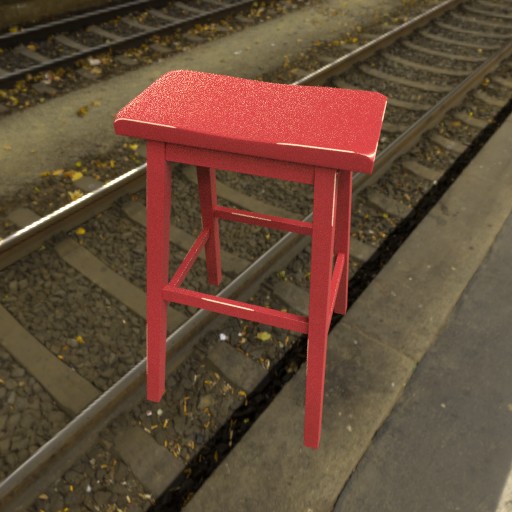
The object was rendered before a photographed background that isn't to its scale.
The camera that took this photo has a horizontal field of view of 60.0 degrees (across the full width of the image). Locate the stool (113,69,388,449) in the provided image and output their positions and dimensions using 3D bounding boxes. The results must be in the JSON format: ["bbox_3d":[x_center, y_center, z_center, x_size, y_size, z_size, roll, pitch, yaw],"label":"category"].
[{"bbox_3d":[0.000,0.000,1.042,0.457,0.737,0.476,12,44,12],"label":"stool"}]
